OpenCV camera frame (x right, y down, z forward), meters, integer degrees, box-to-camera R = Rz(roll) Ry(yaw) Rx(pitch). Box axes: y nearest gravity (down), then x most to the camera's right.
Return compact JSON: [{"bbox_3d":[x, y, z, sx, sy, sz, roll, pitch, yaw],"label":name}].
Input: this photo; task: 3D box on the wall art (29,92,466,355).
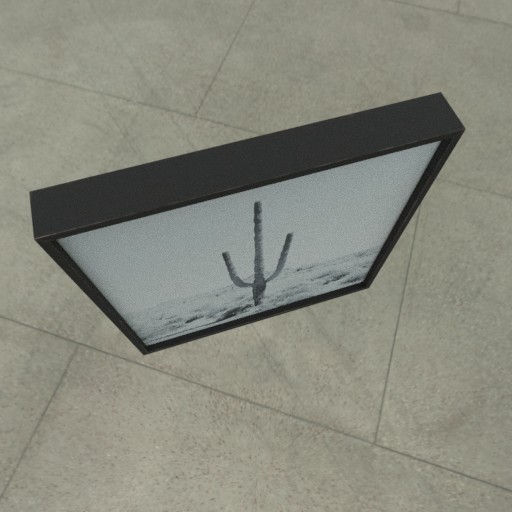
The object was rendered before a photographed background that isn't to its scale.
[{"bbox_3d":[0.000,0.000,0.444,0.305,0.305,0.038,-16,65,-8],"label":"wall art"}]
